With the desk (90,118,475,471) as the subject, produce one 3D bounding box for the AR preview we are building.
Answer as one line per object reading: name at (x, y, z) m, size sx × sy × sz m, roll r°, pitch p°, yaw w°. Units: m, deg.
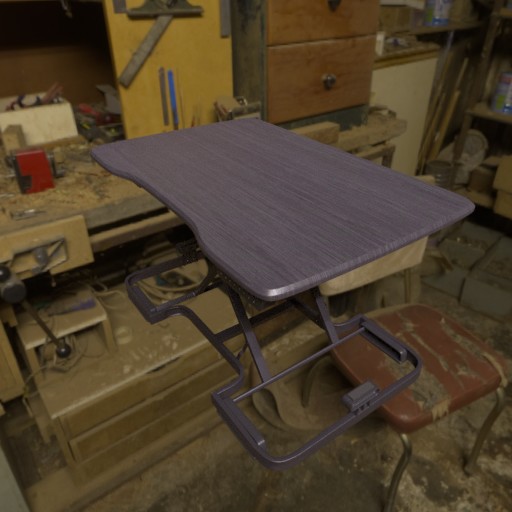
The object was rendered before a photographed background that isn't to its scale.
desk at (0.000, 0.000, 1.158) m, size 0.546 × 0.470 × 0.820 m, roll -21°, pitch 38°, yaw -30°
